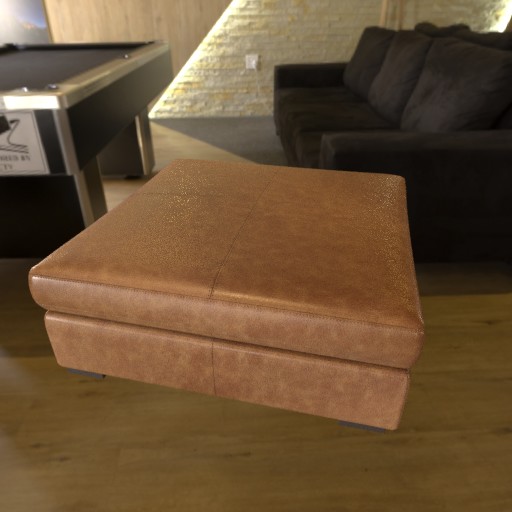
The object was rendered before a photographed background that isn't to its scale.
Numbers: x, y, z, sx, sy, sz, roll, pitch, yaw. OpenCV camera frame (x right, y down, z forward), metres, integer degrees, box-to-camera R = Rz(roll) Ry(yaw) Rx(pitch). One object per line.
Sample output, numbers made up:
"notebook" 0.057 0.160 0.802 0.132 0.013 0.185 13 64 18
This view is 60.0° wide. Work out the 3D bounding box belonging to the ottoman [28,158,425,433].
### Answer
"ottoman" 0.000 0.000 1.796 1.168 0.483 1.169 7 31 12
